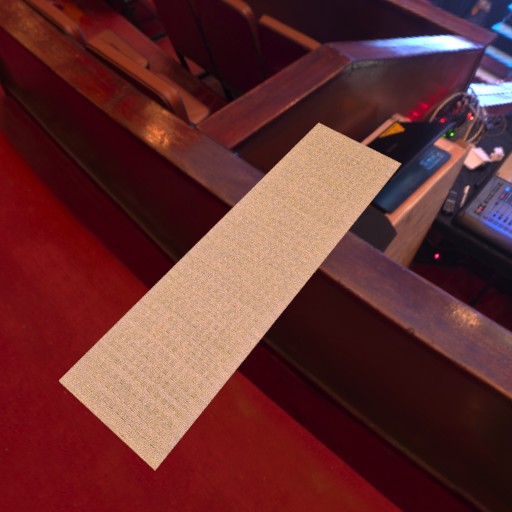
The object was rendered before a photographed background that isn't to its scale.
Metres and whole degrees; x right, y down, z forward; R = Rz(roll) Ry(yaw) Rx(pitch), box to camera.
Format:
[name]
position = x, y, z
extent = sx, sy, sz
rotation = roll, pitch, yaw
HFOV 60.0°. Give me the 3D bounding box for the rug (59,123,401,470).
[rug]
position = 0.000, 0.000, 2.683
extent = 0.686, 0.006, 2.437
rotation = 33, 63, 19
